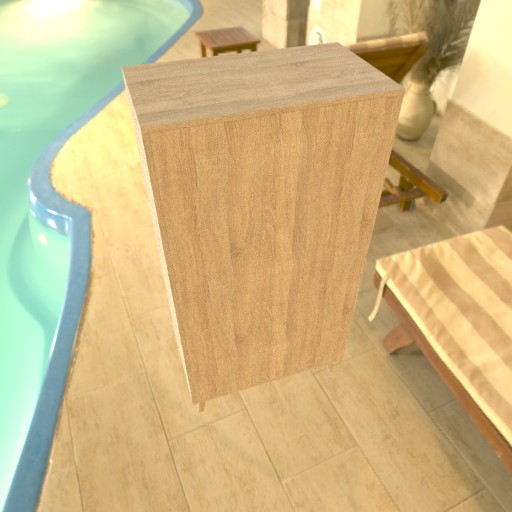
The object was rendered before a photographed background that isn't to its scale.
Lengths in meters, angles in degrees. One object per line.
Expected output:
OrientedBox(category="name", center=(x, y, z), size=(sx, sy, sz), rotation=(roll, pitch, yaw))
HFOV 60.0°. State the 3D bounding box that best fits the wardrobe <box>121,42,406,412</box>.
OrientedBox(category="wardrobe", center=(0.000, 0.000, 2.440), size=(1.000, 1.960, 0.600), rotation=(-13, 44, -14))
